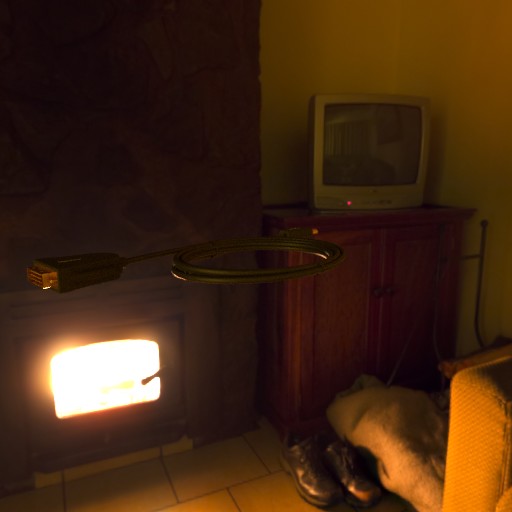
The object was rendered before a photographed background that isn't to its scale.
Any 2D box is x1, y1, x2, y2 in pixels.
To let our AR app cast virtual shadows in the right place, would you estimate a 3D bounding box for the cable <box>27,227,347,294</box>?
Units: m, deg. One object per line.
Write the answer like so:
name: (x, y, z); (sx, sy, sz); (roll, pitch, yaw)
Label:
cable: (0.000, 0.000, 0.331); (0.136, 0.015, 0.281); (11, 16, 44)
